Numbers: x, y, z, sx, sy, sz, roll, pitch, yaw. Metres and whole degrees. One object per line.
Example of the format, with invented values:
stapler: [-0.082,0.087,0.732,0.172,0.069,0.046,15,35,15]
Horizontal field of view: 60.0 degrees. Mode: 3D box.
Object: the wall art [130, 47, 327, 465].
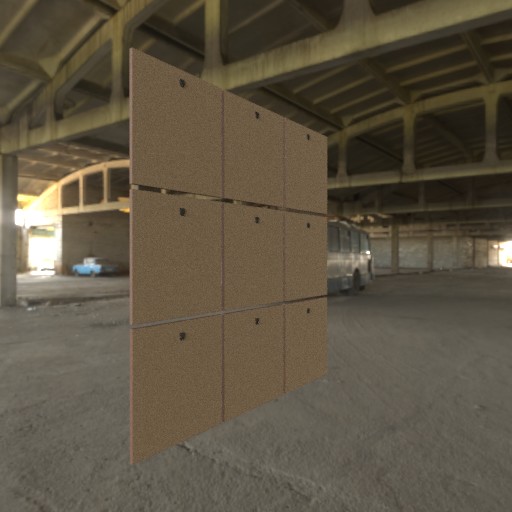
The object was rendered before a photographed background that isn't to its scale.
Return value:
wall art: [0.000,0.000,1.785,0.019,1.218,1.221,0,0,36]
